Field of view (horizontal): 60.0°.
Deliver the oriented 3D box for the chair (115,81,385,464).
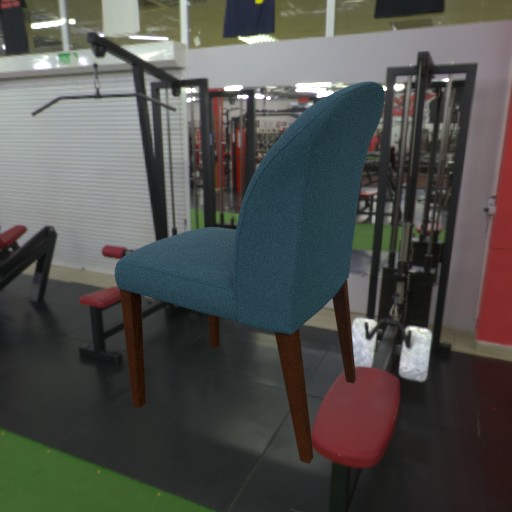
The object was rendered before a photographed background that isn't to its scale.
[{"bbox_3d":[0.000,0.000,1.241,0.620,0.879,0.507,8,17,26],"label":"chair"}]
